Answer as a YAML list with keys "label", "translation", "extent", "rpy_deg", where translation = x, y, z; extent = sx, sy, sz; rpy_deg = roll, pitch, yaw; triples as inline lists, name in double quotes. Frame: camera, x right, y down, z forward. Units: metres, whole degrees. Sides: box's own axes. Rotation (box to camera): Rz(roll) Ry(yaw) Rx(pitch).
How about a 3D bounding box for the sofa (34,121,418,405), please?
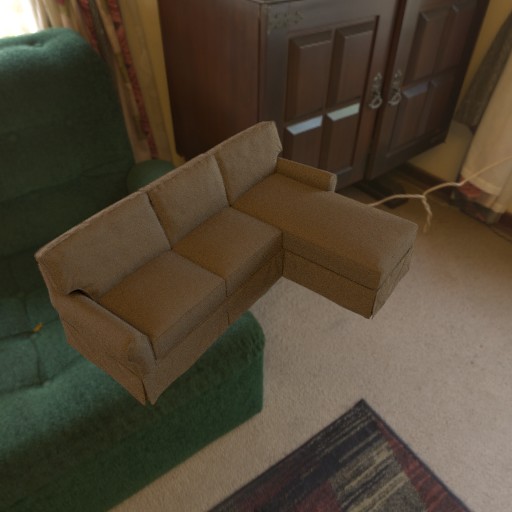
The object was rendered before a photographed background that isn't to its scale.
- label: "sofa"
  translation: [0.000, 0.000, 3.340]
  extent: [1.733, 0.978, 2.475]
  rpy_deg: [26, 47, 27]
